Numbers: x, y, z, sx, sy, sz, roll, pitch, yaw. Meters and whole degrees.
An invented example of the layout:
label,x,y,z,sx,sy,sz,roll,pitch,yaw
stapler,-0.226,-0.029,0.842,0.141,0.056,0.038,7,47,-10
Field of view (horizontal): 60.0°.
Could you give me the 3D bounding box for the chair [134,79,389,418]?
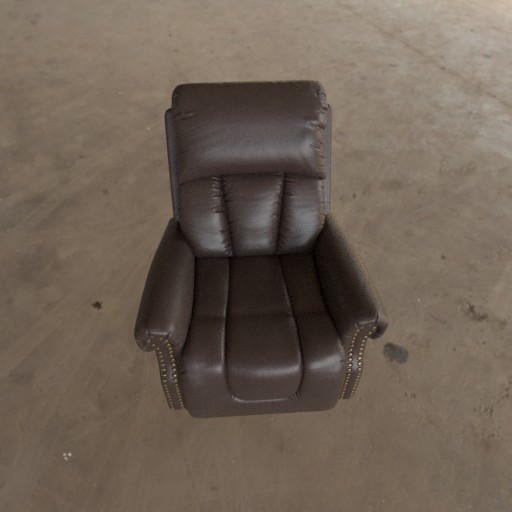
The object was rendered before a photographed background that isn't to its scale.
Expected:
label,x,y,z,sx,sy,sz,roll,pitch,yaw
chair,0.000,0.000,1.756,0.869,1.028,0.978,-3,47,-3
